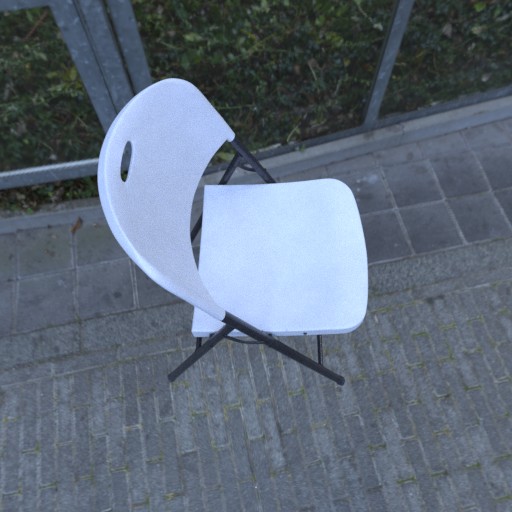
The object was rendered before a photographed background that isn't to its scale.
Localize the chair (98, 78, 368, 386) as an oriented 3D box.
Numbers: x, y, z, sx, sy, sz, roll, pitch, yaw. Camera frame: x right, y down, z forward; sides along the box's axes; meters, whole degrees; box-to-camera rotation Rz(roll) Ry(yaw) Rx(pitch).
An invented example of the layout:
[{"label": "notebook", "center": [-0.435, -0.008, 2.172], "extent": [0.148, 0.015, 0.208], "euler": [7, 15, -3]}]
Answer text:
[{"label": "chair", "center": [0.000, 0.000, 1.153], "extent": [0.566, 0.810, 0.494], "euler": [1, 62, 0]}]
